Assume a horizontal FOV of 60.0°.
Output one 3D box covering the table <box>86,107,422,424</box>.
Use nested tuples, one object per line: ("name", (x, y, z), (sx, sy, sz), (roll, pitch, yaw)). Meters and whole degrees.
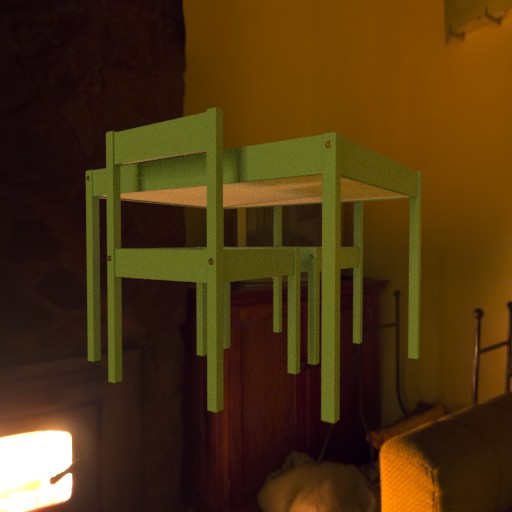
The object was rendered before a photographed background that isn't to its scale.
("table", (0.000, 0.000, 1.063), (0.639, 0.503, 0.633), (1, 2, 35))
